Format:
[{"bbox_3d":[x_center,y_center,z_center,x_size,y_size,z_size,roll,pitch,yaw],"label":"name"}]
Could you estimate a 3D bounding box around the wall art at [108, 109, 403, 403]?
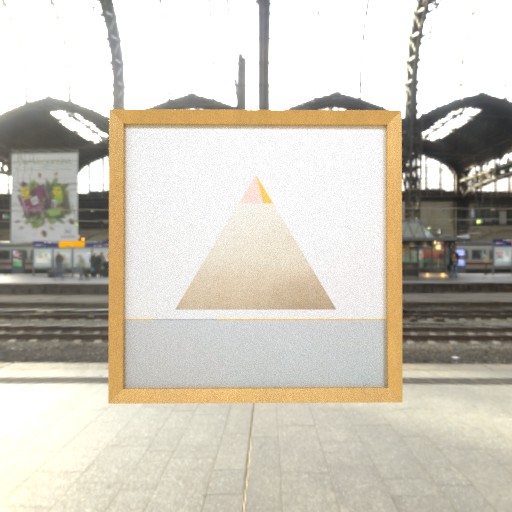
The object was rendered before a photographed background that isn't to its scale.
[{"bbox_3d":[0.000,0.000,2.973,1.935,1.936,0.097,0,0,-1],"label":"wall art"}]
